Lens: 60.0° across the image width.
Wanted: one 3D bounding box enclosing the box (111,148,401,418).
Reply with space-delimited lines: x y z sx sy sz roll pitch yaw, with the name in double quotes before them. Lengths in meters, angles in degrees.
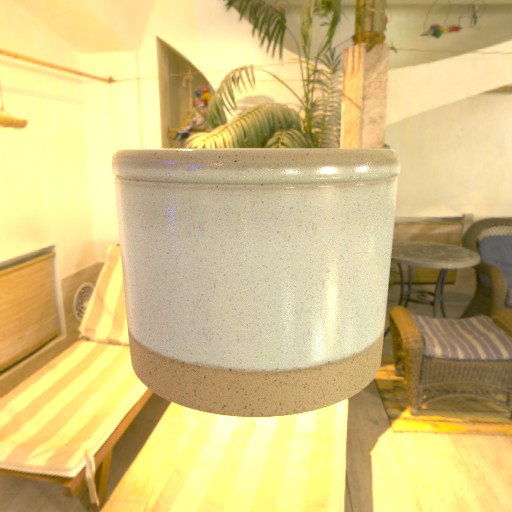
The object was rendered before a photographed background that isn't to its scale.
"box" 0.000 0.000 0.260 0.154 0.123 0.154 0 14 0
